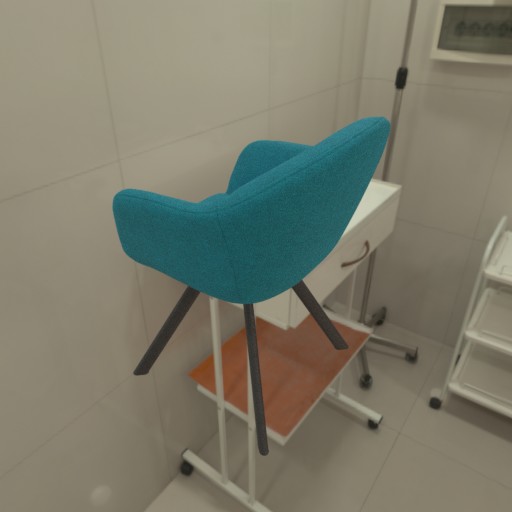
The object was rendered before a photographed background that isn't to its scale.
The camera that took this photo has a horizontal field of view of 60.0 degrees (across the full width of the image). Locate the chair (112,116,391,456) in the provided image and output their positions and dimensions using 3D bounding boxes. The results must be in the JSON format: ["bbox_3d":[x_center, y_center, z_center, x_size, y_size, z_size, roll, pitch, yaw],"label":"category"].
[{"bbox_3d":[0.000,0.000,1.160,0.565,0.775,0.545,20,36,30],"label":"chair"}]
